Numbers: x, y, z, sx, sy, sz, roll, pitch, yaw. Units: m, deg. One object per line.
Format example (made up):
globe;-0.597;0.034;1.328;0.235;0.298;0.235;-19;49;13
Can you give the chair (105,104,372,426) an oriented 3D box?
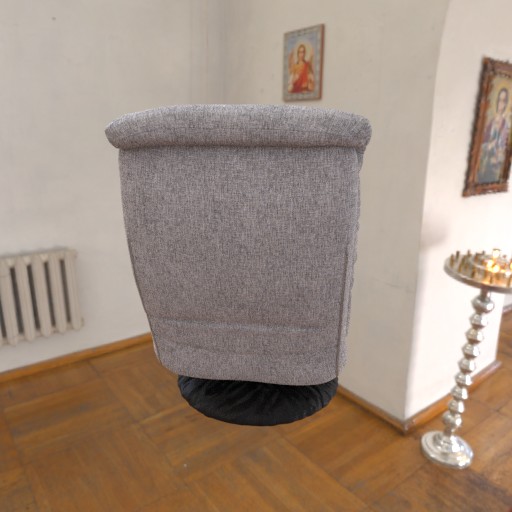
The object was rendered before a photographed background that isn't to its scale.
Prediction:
chair;0.000;0.000;0.960;0.400;0.600;0.583;2;16;7
